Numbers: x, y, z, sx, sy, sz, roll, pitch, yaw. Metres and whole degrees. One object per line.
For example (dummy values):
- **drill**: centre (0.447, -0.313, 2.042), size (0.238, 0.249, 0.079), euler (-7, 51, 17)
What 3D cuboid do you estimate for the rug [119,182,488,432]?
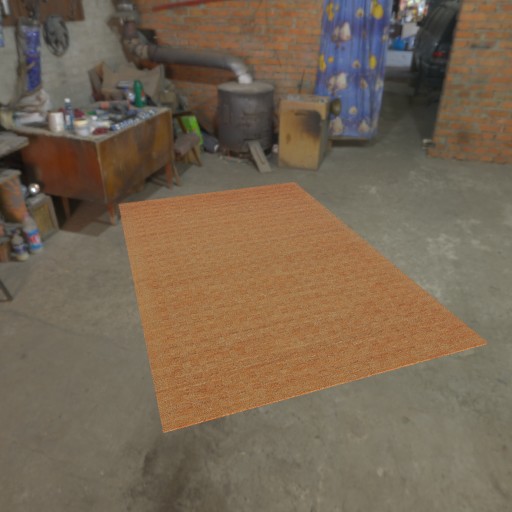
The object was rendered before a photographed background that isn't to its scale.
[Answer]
- **rug**: centre (0.000, 0.000, 2.813), size (1.524, 0.006, 2.285), euler (-10, 31, -17)
